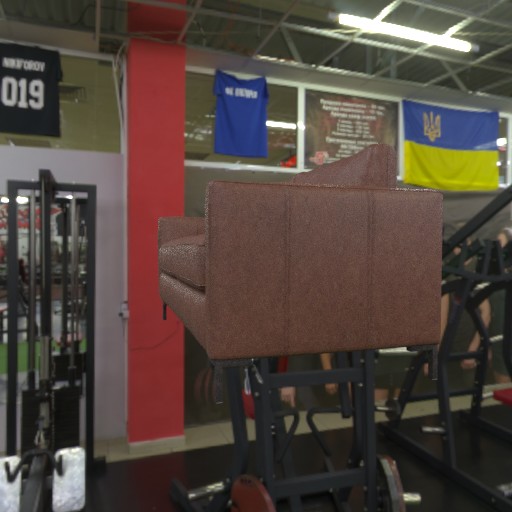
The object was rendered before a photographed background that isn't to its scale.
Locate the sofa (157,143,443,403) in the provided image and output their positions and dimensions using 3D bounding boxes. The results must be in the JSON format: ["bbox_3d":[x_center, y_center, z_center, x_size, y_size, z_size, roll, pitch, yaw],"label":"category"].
[{"bbox_3d":[0.000,0.000,2.301,0.899,0.883,1.797,0,1,-18],"label":"sofa"}]
